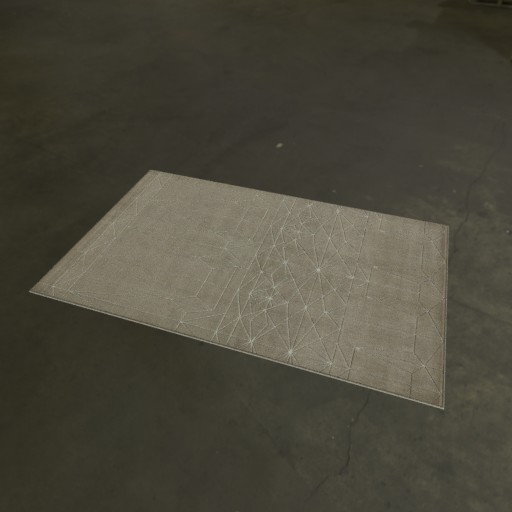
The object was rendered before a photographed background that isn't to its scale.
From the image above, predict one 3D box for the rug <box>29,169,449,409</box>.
[{"bbox_3d":[0.000,0.000,2.976,2.438,0.012,1.524,13,43,14],"label":"rug"}]
